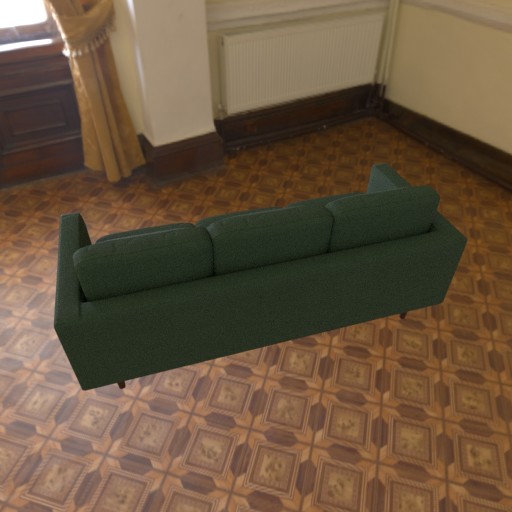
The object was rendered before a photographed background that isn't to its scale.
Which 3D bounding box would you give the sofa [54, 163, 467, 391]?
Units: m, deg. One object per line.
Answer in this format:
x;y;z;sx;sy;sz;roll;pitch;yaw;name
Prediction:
0.000;0.000;2.528;2.029;0.899;0.879;-11;42;-13;sofa
